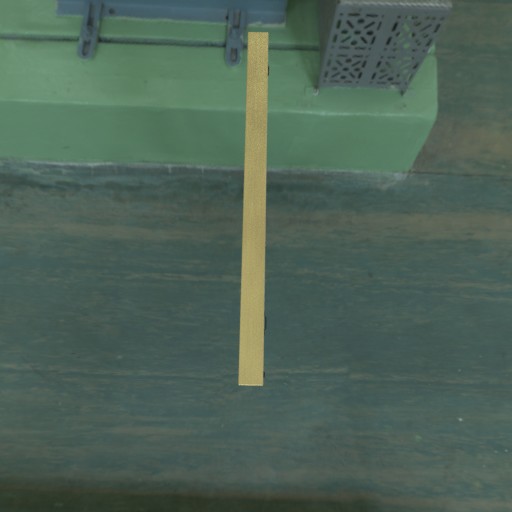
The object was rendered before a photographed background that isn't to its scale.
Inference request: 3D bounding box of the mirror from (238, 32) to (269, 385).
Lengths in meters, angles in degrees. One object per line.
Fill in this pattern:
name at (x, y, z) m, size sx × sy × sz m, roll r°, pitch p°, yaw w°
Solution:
mirror at (0.000, 0.000, 1.169) m, size 0.041 × 0.915 × 0.609 m, roll 1°, pitch 77°, yaw 0°
